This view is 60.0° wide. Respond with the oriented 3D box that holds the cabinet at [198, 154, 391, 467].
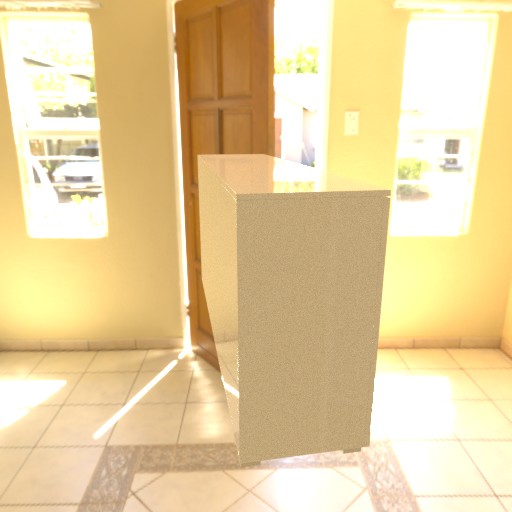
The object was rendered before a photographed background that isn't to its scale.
[{"bbox_3d":[0.000,0.000,1.990,0.400,0.800,1.650,-3,16,-10],"label":"cabinet"}]
